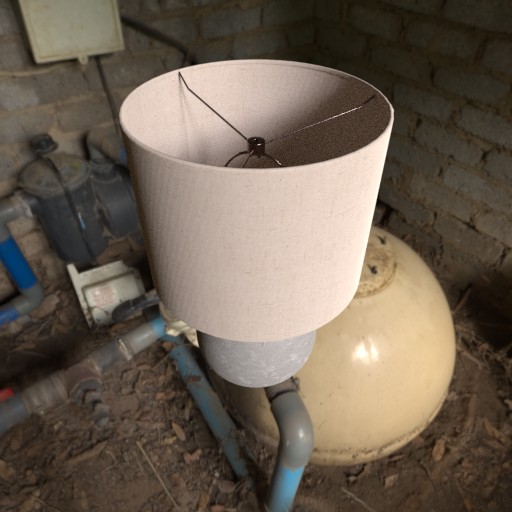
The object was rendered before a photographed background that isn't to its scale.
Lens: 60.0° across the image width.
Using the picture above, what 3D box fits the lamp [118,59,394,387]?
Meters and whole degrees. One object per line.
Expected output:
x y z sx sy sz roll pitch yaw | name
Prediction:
0.000 0.000 0.577 0.269 0.409 0.269 11 42 12 | lamp
